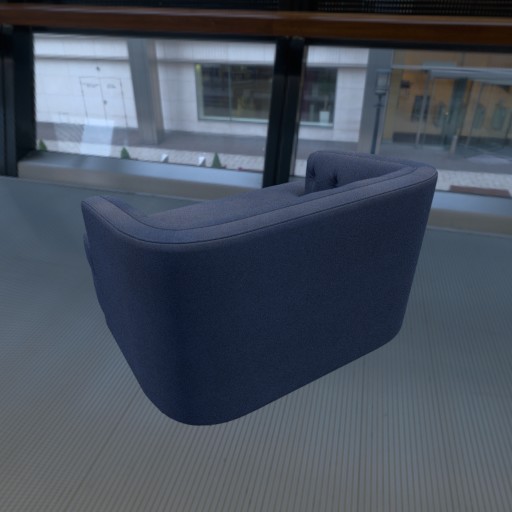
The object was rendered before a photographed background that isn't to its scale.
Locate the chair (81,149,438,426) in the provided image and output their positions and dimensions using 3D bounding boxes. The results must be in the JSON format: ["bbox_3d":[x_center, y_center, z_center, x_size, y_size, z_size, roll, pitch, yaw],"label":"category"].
[{"bbox_3d":[0.000,0.000,1.733,1.118,0.787,0.914,-18,35,-27],"label":"chair"}]
